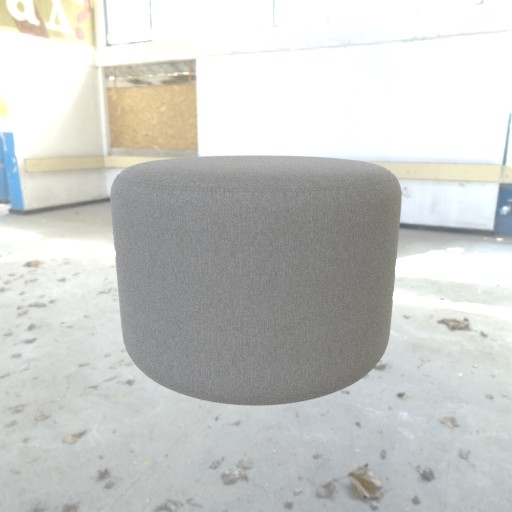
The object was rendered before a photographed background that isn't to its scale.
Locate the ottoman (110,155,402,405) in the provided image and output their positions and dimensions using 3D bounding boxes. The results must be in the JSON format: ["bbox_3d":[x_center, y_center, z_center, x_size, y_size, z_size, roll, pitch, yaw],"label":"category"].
[{"bbox_3d":[0.000,0.000,1.007,0.608,0.433,0.608,0,16,0],"label":"ottoman"}]
